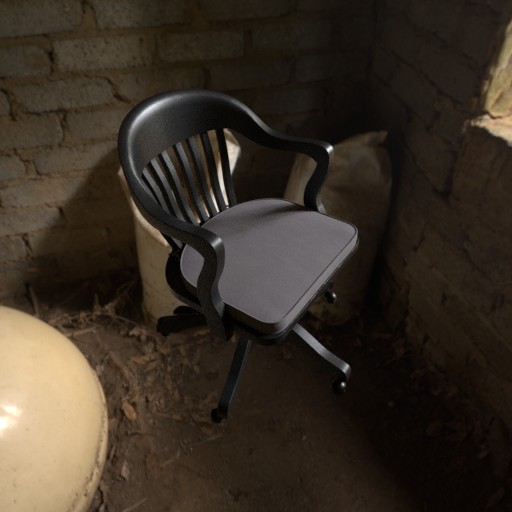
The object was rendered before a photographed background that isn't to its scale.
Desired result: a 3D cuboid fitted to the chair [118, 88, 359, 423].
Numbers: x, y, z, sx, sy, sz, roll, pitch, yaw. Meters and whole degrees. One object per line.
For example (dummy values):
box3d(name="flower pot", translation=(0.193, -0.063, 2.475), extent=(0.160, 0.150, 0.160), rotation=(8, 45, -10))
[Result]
box3d(name="chair", translation=(0.000, 0.000, 1.455), extent=(0.788, 0.878, 0.750), rotation=(25, 48, 26))
